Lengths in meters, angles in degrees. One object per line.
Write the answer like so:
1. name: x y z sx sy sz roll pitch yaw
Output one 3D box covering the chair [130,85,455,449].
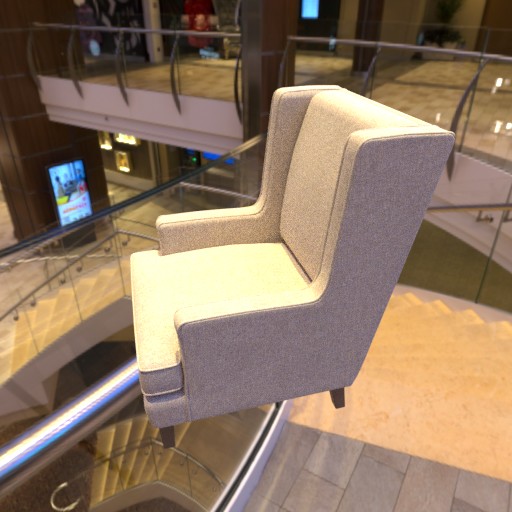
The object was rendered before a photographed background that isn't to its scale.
1. chair: 0.000 0.000 1.687 0.948 1.082 0.764 -8 31 -13
